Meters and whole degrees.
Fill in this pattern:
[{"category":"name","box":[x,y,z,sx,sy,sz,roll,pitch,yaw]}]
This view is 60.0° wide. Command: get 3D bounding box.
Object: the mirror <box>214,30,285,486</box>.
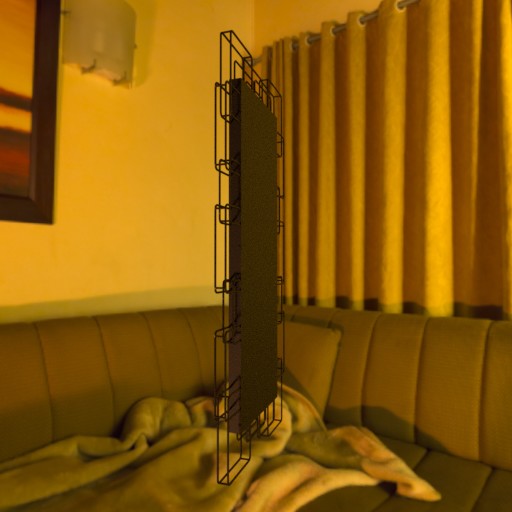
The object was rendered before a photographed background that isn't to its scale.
[{"category":"mirror","box":[0.000,0.000,1.395,0.037,1.192,0.565,0,-1,19]}]
